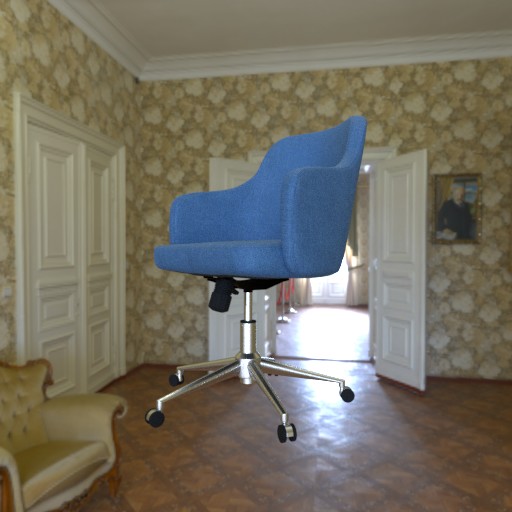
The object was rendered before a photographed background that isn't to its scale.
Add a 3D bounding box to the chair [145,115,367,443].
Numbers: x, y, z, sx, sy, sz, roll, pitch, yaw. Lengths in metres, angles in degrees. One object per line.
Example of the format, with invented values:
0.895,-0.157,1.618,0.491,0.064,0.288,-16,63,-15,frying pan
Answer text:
0.000,0.000,1.259,0.655,0.820,0.599,0,0,-37,chair
